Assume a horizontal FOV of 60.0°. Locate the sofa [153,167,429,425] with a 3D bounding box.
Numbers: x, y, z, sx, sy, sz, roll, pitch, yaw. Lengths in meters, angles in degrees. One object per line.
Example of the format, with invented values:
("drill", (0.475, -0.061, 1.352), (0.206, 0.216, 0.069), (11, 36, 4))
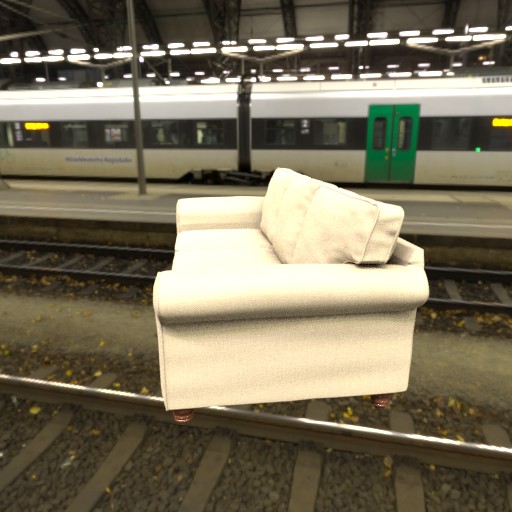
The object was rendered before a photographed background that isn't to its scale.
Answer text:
("sofa", (0.000, 0.000, 2.570), (0.998, 0.889, 2.118), (-2, 15, -7))
